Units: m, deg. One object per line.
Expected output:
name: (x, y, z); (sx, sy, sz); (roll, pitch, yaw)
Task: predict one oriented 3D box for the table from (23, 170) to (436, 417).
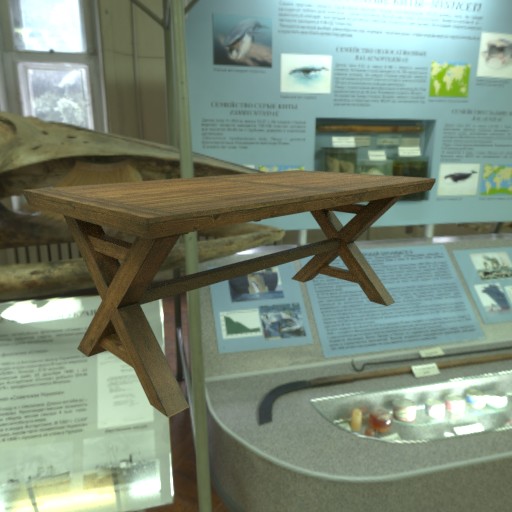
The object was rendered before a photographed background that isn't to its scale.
table: (0.000, 0.000, 2.444); (1.966, 0.793, 1.071); (-14, 20, -43)
